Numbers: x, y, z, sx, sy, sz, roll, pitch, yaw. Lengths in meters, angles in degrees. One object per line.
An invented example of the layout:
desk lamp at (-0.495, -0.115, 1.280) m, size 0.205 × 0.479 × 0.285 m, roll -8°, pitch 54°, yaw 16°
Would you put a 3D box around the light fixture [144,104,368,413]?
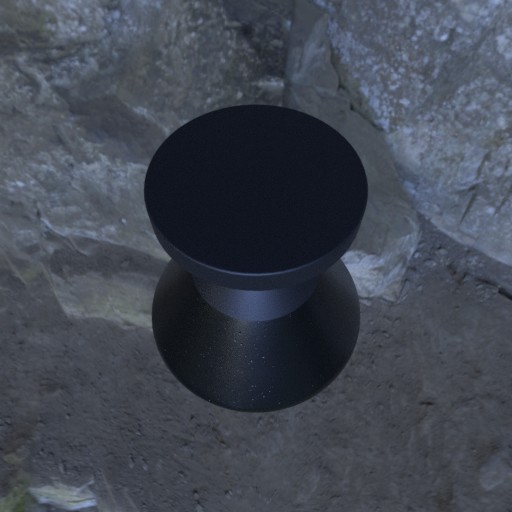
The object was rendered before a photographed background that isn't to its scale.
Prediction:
light fixture at (0.000, 0.000, 0.353) m, size 0.200 × 0.183 × 0.200 m, roll 0°, pitch 58°, yaw 0°
